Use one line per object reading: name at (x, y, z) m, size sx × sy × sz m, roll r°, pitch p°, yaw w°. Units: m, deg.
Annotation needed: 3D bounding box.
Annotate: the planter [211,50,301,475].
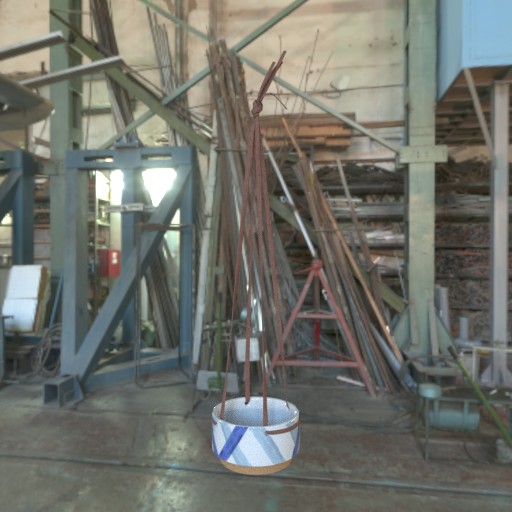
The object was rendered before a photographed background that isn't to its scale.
planter at (0.000, 0.000, 0.823) m, size 0.166 × 0.751 × 0.166 m, roll 0°, pitch 1°, yaw -36°
